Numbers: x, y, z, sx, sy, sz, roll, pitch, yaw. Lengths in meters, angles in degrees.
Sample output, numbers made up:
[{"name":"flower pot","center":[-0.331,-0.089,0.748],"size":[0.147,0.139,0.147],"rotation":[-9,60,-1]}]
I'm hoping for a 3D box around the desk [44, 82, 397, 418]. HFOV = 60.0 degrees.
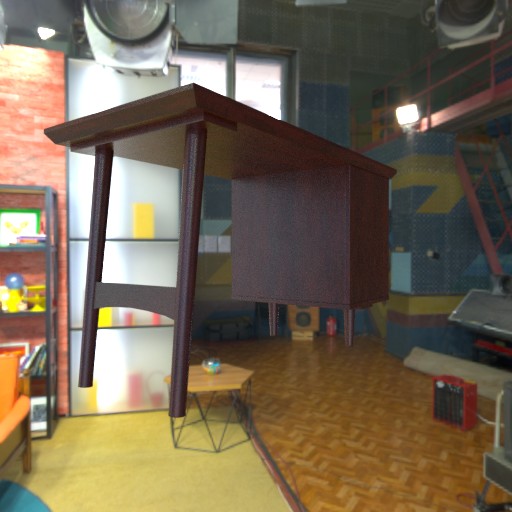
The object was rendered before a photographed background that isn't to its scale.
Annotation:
[{"name":"desk","center":[0.000,0.000,1.642],"size":[0.612,0.758,1.277],"rotation":[1,1,36]}]
